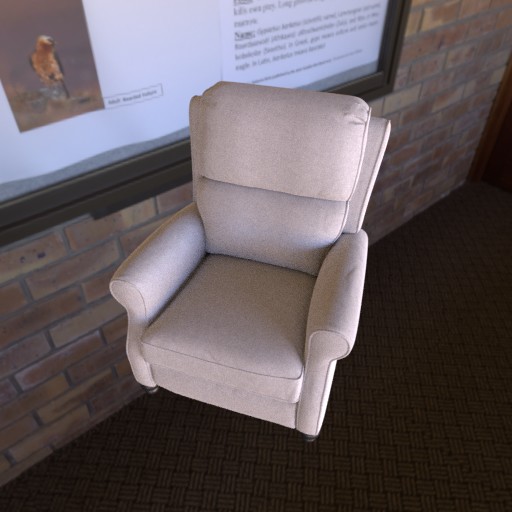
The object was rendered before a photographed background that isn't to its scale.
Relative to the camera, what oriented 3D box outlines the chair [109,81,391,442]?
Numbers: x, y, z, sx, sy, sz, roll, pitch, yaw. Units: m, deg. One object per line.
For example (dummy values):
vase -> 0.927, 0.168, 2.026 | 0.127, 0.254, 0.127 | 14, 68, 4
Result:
chair -> 0.000, 0.000, 1.740 | 0.859, 1.046, 0.919 | 12, 42, 13
